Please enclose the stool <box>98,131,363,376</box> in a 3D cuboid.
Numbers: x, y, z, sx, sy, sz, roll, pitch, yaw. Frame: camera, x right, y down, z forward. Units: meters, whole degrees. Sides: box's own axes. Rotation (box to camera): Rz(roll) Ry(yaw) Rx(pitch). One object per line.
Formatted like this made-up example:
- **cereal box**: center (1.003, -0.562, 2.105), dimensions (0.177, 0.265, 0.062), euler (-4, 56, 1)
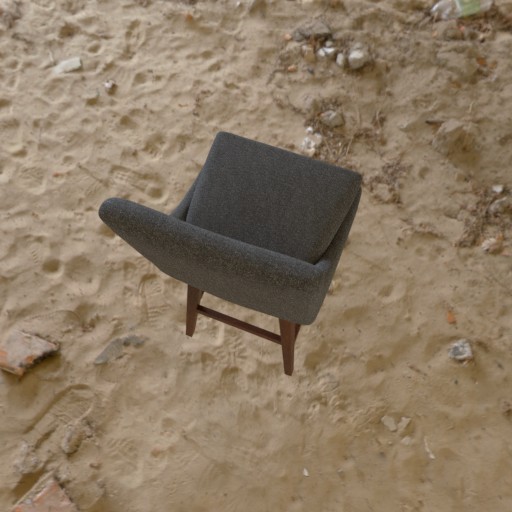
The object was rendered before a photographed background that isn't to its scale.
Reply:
- **stool**: center (0.000, 0.000, 1.372), dimensions (0.489, 1.068, 0.572), euler (19, 65, 9)
